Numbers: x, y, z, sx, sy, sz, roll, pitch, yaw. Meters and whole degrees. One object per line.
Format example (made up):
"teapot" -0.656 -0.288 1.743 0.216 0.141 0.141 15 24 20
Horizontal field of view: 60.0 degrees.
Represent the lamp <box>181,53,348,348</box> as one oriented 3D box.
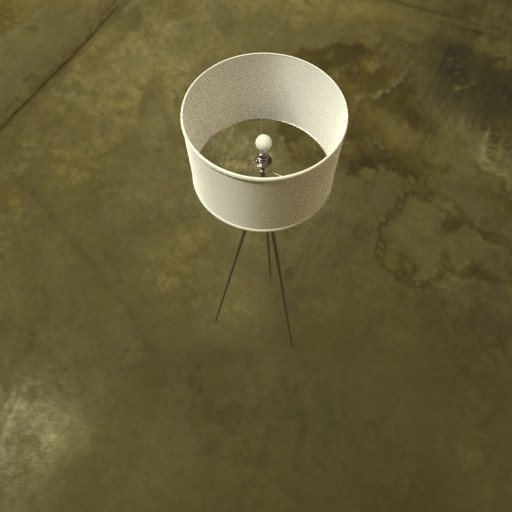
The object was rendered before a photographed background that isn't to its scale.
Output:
"lamp" 0.000 0.000 1.764 0.458 1.545 0.448 -16 65 -8
